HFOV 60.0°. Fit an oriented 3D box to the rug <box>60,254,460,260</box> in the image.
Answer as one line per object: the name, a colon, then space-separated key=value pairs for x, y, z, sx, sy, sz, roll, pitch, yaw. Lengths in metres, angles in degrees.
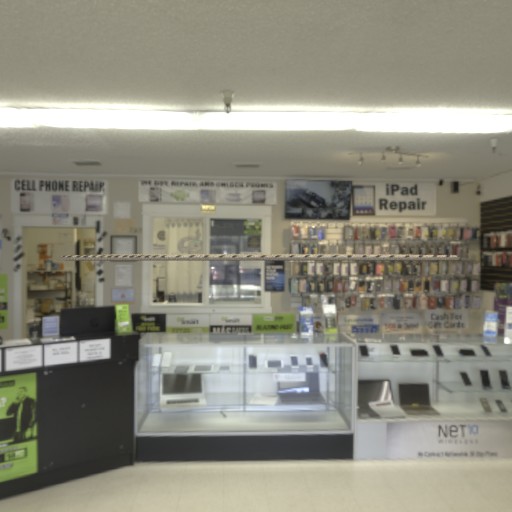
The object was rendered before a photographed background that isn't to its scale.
rug: x=0.000 y=0.000 z=2.275 sx=1.237 sy=0.019 sz=1.842 roll=0 pitch=0 yaw=-1
